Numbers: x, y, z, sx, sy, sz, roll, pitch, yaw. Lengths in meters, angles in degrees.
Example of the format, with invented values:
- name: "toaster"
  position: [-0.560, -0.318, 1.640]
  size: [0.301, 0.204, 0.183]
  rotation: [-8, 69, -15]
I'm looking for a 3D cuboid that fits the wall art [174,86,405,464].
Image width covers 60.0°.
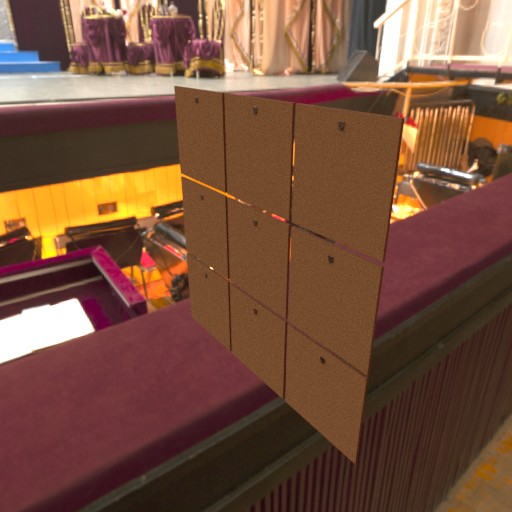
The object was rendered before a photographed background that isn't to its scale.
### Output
- name: "wall art"
  position: [0.000, 0.000, 2.264]
  size: [0.019, 1.532, 1.533]
  rotation: [-18, 31, -33]
